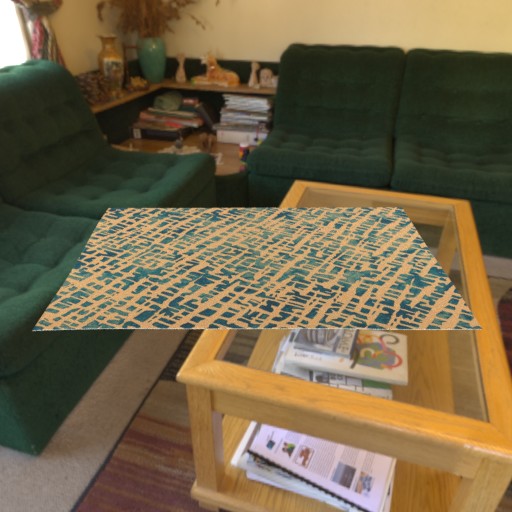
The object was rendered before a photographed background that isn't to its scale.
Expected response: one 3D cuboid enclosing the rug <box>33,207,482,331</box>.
[{"bbox_3d":[0.000,0.000,3.042,2.447,0.011,1.520,0,32,0],"label":"rug"}]
